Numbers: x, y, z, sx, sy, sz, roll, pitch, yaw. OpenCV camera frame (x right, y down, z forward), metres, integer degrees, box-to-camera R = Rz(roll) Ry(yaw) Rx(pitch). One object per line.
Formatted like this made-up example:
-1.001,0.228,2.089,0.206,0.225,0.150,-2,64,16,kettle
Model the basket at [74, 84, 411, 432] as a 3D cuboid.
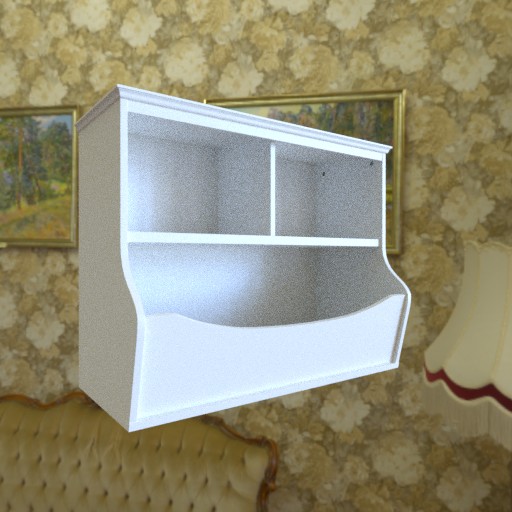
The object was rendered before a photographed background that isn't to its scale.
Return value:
0.000,0.000,1.131,0.792,0.625,0.376,0,0,-36,basket
